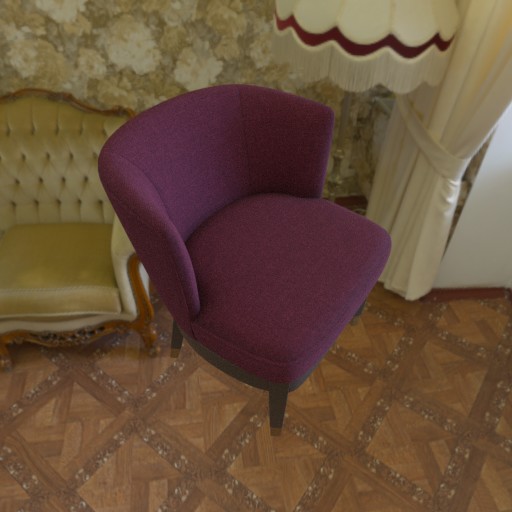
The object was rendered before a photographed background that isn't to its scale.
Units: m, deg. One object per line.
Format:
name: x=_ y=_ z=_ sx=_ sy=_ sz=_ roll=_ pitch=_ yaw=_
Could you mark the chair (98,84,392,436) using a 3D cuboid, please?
chair: x=0.000 y=0.000 z=1.296 sx=0.660 sy=0.760 sz=0.700 roll=25 pitch=48 yaw=26
